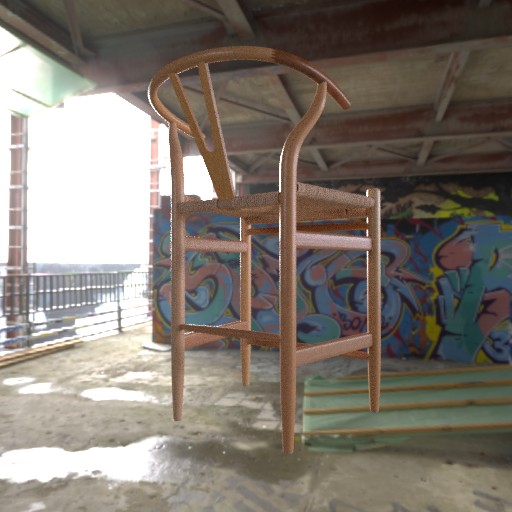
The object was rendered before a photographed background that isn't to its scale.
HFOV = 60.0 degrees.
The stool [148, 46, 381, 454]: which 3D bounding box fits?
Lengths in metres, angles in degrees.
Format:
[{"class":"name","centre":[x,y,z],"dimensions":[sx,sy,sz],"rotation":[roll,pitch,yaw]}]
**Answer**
[{"class":"stool","centre":[0.000,0.000,1.247],"dimensions":[0.536,0.923,0.575],"rotation":[-1,-1,36]}]
